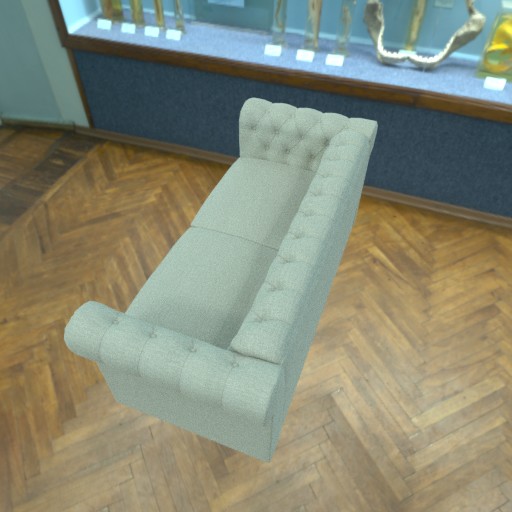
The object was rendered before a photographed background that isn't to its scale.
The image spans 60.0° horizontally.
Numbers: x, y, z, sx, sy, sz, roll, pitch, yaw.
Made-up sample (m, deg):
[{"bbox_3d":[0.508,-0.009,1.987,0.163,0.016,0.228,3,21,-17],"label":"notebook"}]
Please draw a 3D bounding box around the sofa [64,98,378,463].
[{"bbox_3d":[0.000,0.000,2.248,0.783,0.797,1.798,16,49,14],"label":"sofa"}]
